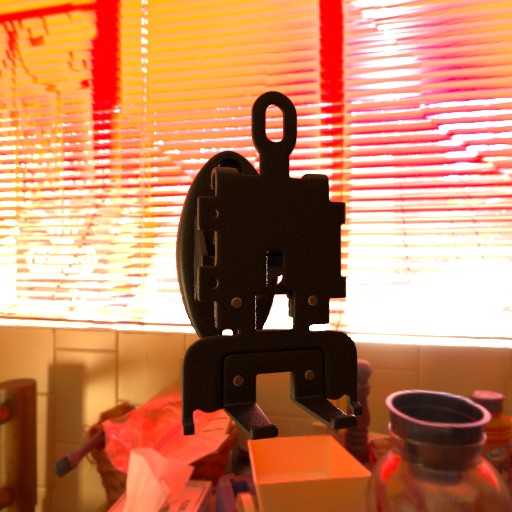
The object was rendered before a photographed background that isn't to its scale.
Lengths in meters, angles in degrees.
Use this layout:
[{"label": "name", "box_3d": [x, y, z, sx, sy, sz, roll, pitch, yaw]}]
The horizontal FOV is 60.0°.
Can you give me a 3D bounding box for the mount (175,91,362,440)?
[{"label": "mount", "box_3d": [0.000, 0.000, 0.180, 0.066, 0.118, 0.100, 0, -1, -18]}]
